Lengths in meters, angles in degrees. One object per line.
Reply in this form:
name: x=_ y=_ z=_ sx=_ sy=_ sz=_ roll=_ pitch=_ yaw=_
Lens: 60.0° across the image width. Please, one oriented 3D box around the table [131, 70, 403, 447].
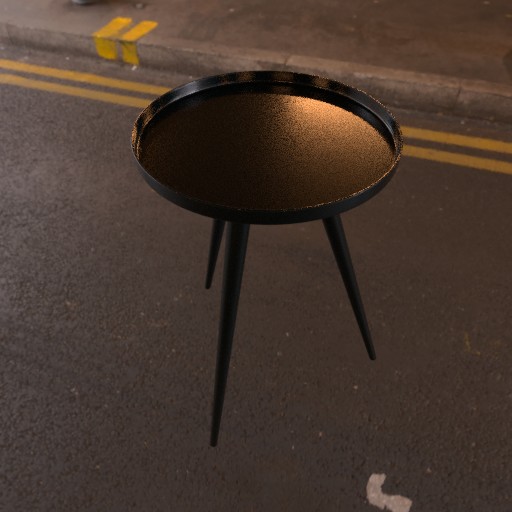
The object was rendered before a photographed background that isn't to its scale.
table: x=0.000 y=0.000 z=0.820 sx=0.403 sy=0.548 sz=0.415 roll=-24 pitch=50 yaw=-22
